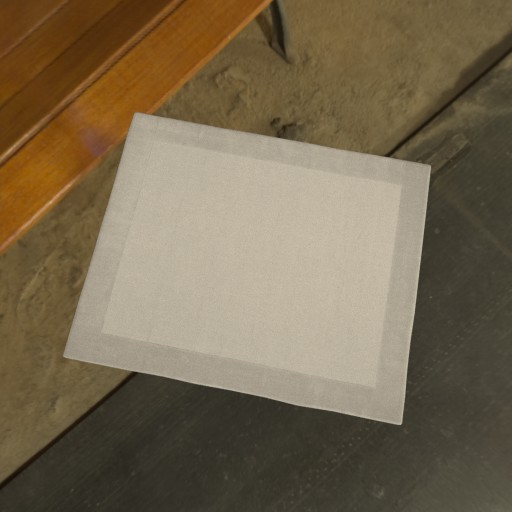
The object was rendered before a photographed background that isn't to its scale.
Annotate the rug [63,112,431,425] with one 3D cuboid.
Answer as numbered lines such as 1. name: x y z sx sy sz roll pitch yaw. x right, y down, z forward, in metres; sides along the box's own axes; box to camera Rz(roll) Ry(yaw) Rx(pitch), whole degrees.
1. rug: 0.000 0.000 4.076 2.976 0.018 2.430 11 77 3
